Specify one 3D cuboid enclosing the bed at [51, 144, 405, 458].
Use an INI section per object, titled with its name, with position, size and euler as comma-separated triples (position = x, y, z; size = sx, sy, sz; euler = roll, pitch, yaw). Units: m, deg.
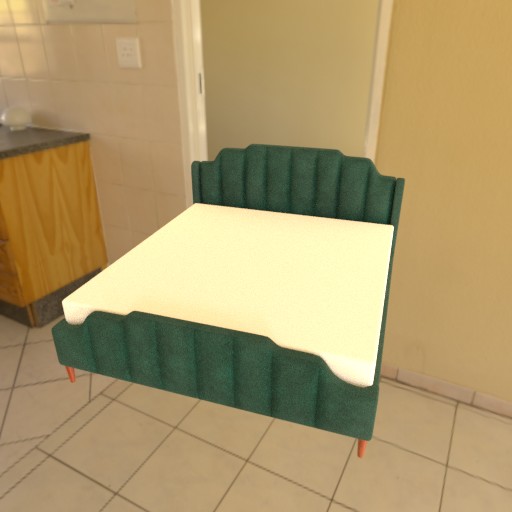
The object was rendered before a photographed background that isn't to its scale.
[bed]
position = 0.000, 0.000, 3.478
size = 2.074, 1.245, 2.340
euler = 8, 27, 16
